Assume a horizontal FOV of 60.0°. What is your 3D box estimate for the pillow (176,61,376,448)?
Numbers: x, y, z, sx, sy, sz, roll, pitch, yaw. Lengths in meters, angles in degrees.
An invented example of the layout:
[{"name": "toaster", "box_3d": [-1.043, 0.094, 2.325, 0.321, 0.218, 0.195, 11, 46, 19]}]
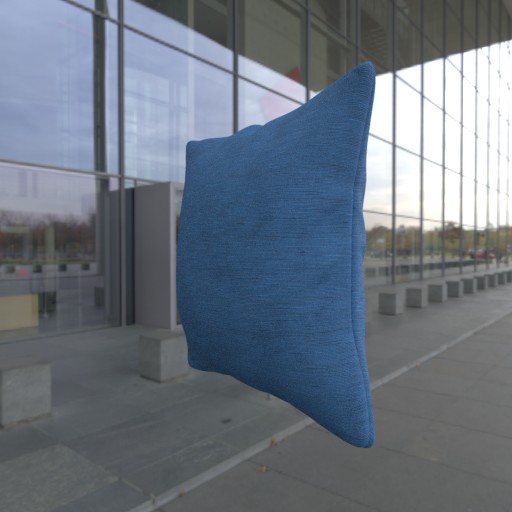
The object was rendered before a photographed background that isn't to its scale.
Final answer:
[{"name": "pillow", "box_3d": [0.000, 0.000, 0.649, 0.177, 0.420, 0.437, -1, 1, -35]}]
